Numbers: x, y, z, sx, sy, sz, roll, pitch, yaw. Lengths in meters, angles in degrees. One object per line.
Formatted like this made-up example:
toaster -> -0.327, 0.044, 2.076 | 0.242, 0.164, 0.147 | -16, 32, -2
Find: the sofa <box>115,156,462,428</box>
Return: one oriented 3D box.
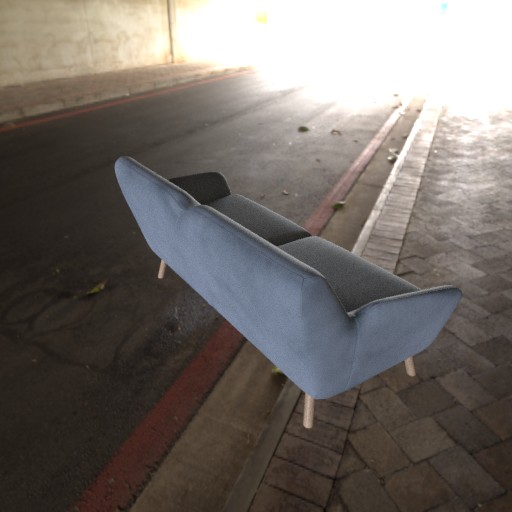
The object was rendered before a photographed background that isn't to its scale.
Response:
sofa -> 0.000, 0.000, 2.317 | 0.850, 0.810, 1.870 | -18, 33, -30
